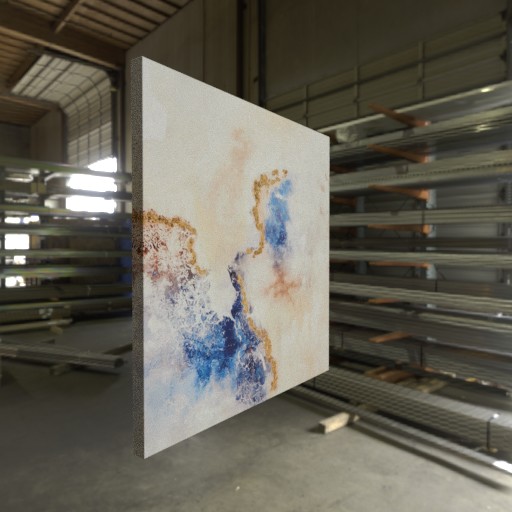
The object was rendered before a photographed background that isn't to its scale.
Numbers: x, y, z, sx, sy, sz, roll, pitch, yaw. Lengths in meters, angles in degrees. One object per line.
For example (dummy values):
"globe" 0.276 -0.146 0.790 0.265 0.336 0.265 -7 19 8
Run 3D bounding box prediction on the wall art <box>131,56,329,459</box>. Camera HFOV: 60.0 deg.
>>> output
"wall art" 0.000 0.000 1.343 0.038 0.889 0.889 1 1 36
